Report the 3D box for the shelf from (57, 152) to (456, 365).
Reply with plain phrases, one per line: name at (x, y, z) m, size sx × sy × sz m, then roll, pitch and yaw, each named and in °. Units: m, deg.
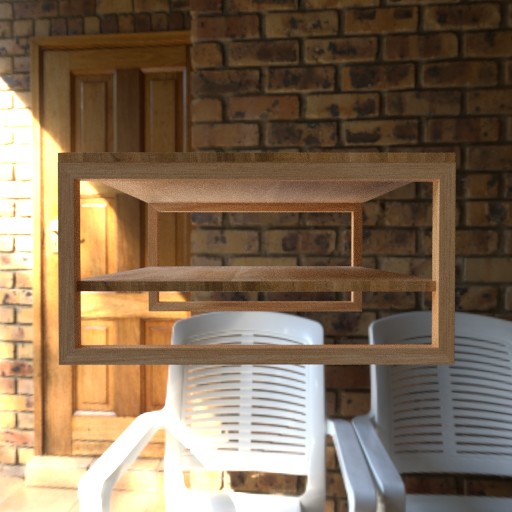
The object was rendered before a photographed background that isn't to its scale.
shelf at (0.000, 0.000, 1.451) m, size 0.899 × 0.480 × 0.899 m, roll 0°, pitch 1°, yaw 0°
